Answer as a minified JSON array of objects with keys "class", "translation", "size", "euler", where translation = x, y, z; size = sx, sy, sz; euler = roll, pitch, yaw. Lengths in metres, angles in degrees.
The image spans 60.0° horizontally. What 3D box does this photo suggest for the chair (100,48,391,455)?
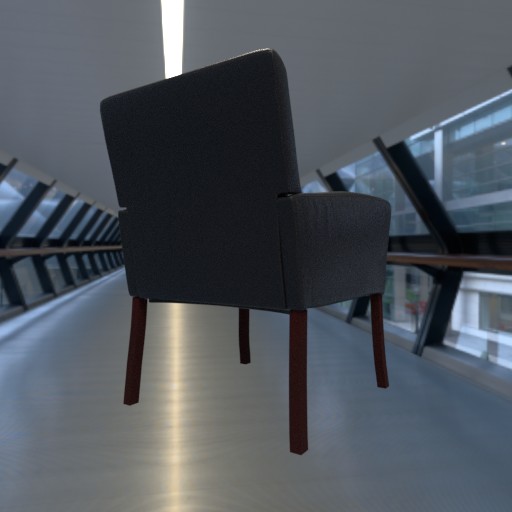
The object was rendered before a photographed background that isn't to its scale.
[{"class":"chair","translation":[0.000,0.000,1.478],"size":[0.683,0.951,0.772],"euler":[0,0,34]}]
